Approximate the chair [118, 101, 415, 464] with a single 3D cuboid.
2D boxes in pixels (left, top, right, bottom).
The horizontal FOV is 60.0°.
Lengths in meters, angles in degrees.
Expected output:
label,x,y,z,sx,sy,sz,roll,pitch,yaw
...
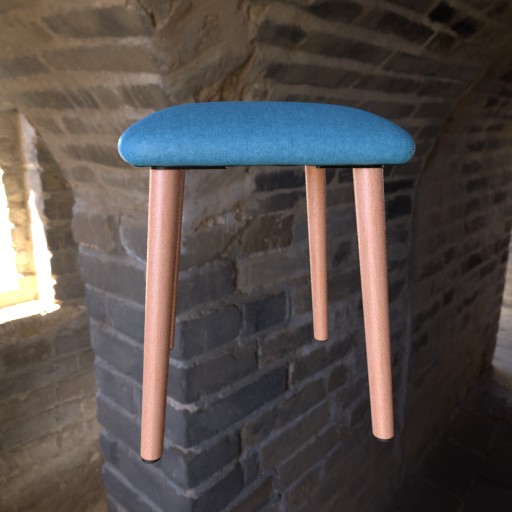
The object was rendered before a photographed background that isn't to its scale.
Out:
label,x,y,z,sx,sy,sz,roll,pitch,yaw
chair,0.000,0.000,0.695,0.360,0.450,0.360,-2,15,-7
